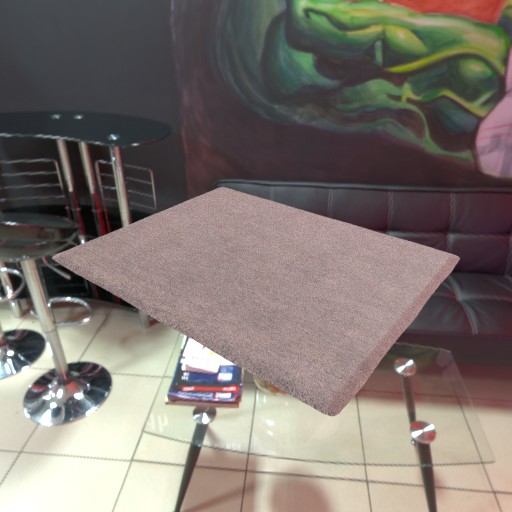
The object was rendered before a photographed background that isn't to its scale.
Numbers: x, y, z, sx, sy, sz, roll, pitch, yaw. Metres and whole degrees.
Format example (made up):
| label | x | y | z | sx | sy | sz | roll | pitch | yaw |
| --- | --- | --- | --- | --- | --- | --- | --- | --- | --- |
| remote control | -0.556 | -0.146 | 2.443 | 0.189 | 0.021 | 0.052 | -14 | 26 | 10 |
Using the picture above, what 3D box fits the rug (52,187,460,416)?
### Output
| label | x | y | z | sx | sy | sz | roll | pitch | yaw |
| --- | --- | --- | --- | --- | --- | --- | --- | --- | --- |
| rug | 0.000 | 0.000 | 3.999 | 2.933 | 0.027 | 2.332 | 21 | 36 | 33 |
